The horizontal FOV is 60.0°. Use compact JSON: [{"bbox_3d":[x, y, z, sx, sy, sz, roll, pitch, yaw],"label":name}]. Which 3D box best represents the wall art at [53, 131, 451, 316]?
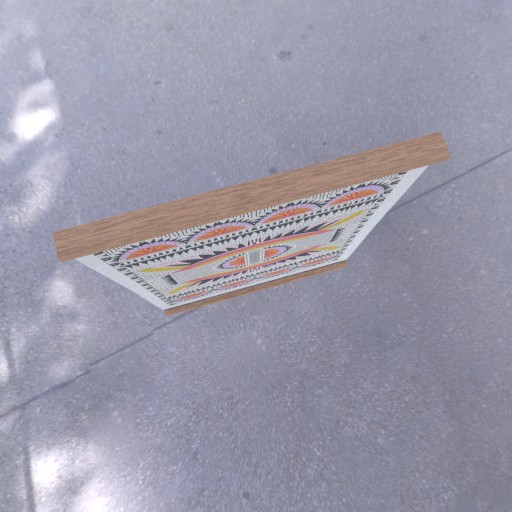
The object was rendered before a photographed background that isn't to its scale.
[{"bbox_3d":[0.000,0.000,0.693,0.403,0.527,0.028,-15,77,-4],"label":"wall art"}]
